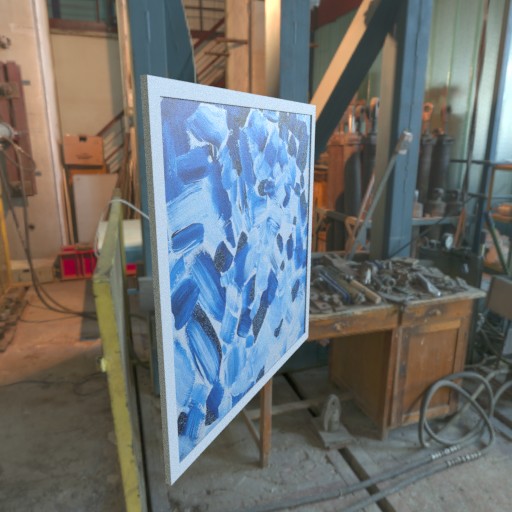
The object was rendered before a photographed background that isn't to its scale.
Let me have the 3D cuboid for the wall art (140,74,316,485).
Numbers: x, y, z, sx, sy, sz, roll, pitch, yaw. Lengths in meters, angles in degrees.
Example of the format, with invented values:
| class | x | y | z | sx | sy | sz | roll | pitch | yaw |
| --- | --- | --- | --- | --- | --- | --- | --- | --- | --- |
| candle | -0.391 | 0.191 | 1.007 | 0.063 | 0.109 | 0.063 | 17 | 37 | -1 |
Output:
| class | x | y | z | sx | sy | sz | roll | pitch | yaw |
| --- | --- | --- | --- | --- | --- | --- | --- | --- | --- |
| wall art | 0.000 | 0.000 | 1.186 | 0.015 | 0.812 | 0.812 | 8 | 17 | 26 |
